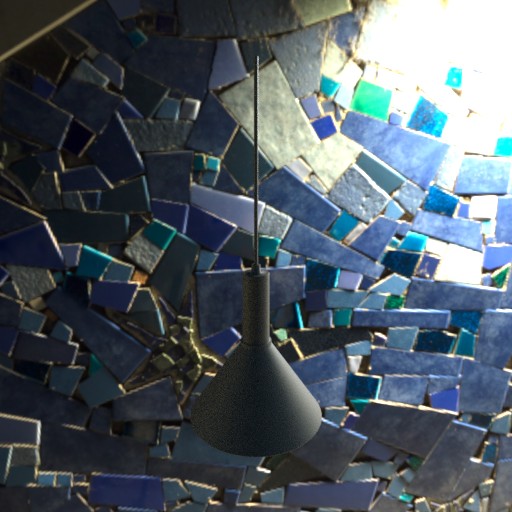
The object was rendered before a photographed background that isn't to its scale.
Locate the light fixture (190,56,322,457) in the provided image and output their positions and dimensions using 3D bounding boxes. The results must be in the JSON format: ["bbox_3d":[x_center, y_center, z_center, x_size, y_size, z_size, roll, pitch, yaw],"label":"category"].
[{"bbox_3d":[0.000,0.000,0.821,0.267,0.683,0.267,2,16,7],"label":"light fixture"}]
